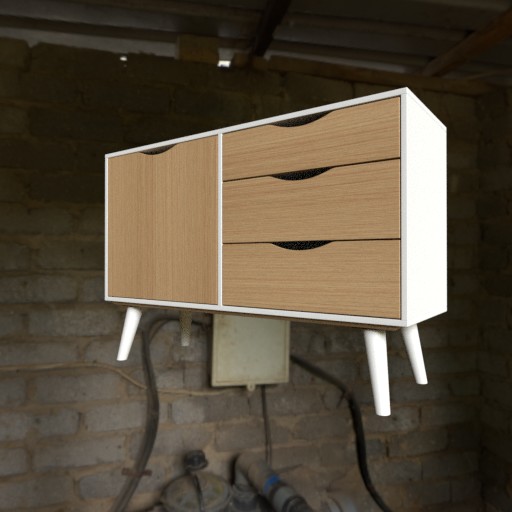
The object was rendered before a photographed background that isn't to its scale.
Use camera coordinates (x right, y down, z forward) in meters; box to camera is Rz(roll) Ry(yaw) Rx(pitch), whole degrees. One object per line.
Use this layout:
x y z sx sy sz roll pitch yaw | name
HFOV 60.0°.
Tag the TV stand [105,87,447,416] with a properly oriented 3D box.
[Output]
0.000 0.000 1.585 1.193 0.812 0.406 0 -1 36 | TV stand
